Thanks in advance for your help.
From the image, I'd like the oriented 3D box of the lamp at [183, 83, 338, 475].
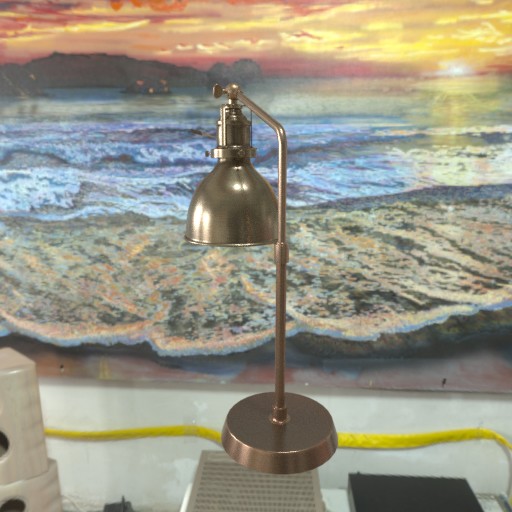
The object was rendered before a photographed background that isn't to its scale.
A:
[{"bbox_3d":[0.000,0.000,0.593,0.153,0.456,0.286,-6,14,-27],"label":"lamp"}]
